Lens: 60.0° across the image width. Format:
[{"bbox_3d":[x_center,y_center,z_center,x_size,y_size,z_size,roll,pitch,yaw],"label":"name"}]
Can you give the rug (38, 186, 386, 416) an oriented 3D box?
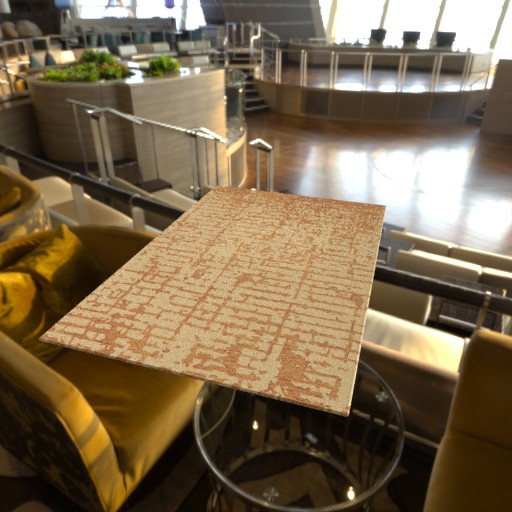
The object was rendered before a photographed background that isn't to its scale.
[{"bbox_3d":[0.000,0.000,2.346,1.219,0.011,1.829,9,30,16],"label":"rug"}]
